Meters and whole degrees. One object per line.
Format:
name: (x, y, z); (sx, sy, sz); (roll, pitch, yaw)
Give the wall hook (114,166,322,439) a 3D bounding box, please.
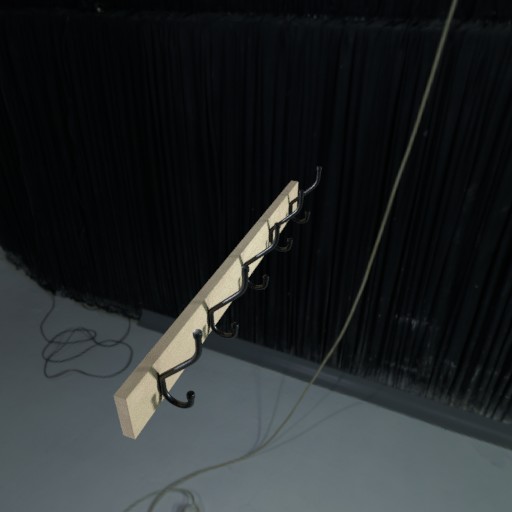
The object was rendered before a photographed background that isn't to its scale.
wall hook: (0.000, 0.000, 0.637); (0.071, 0.117, 0.571); (11, 34, 18)
